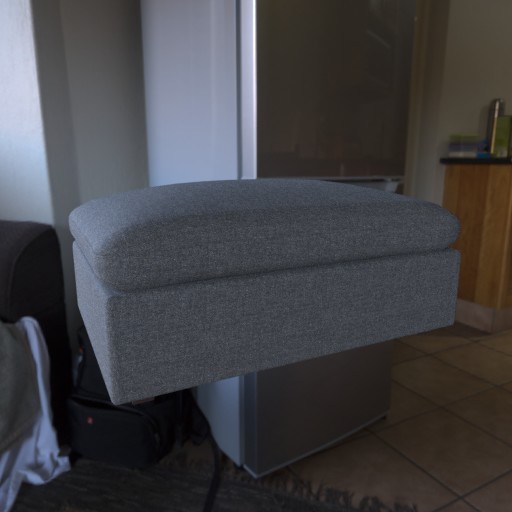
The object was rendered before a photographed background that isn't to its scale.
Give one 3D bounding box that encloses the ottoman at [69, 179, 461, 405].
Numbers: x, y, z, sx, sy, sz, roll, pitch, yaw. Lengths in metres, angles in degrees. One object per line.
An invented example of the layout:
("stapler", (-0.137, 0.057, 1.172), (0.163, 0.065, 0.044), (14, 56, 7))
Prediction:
("ottoman", (0.000, 0.000, 1.413), (1.041, 0.483, 0.711), (-6, 14, -26))
